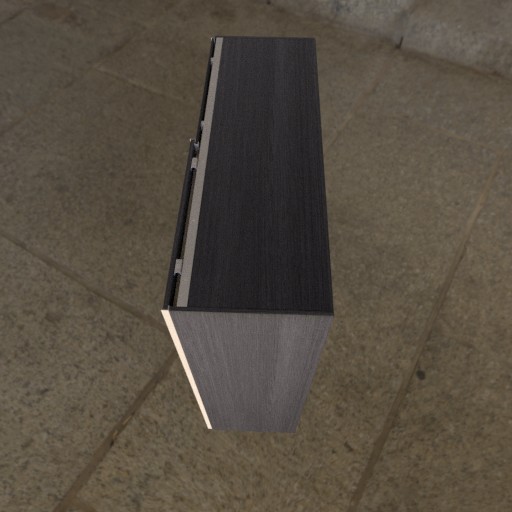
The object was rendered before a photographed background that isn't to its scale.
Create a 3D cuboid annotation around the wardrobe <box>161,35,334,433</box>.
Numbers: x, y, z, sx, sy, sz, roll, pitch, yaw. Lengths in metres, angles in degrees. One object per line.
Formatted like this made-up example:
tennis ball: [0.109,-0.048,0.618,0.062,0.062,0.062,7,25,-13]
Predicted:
wardrobe: [0.000,0.000,2.908,0.629,1.960,1.780,2,57,1]
